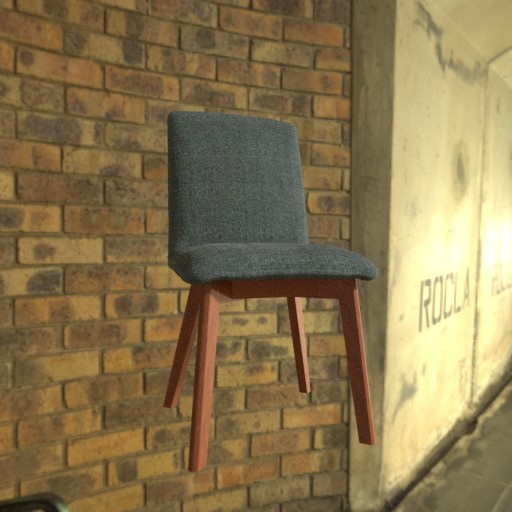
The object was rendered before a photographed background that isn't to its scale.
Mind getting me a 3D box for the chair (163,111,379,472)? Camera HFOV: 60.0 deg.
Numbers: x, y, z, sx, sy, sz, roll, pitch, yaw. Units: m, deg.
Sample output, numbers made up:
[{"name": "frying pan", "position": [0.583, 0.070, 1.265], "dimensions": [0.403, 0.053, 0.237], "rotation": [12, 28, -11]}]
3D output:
[{"name": "chair", "position": [0.000, 0.000, 1.323], "dimensions": [0.522, 0.974, 0.563], "rotation": [0, 1, -18]}]
